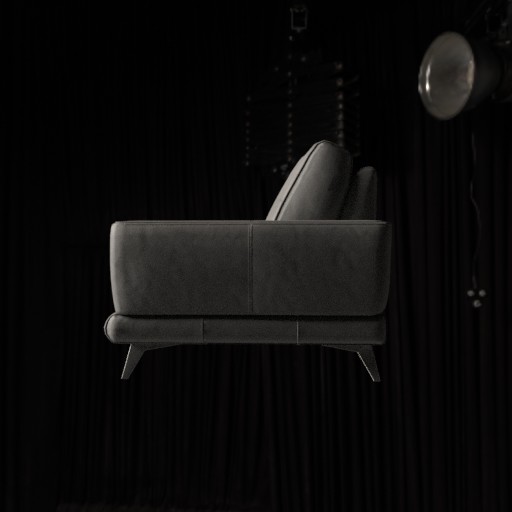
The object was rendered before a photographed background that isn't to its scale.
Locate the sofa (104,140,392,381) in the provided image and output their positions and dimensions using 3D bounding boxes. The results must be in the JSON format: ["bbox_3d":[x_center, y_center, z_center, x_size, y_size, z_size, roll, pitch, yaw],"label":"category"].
[{"bbox_3d":[0.000,0.000,2.409,1.018,0.907,1.806,0,-1,2],"label":"sofa"}]
